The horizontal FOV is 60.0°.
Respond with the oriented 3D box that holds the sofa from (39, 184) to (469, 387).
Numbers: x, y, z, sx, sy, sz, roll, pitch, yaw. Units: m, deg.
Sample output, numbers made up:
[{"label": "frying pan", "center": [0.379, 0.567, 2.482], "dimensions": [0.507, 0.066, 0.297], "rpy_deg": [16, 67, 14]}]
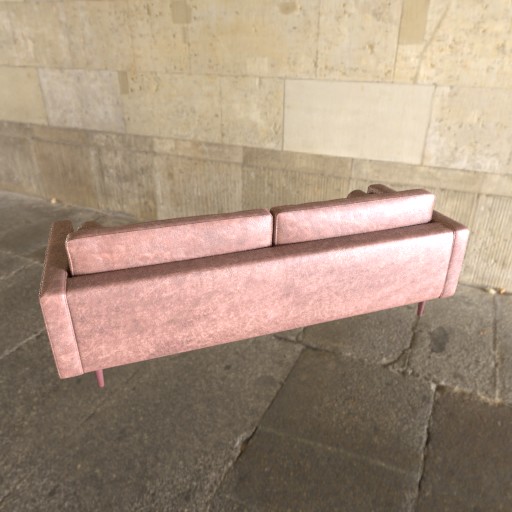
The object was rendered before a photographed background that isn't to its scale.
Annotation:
[{"label": "sofa", "center": [0.000, 0.000, 2.588], "dimensions": [2.210, 0.762, 0.914], "rpy_deg": [-9, 28, -17]}]
